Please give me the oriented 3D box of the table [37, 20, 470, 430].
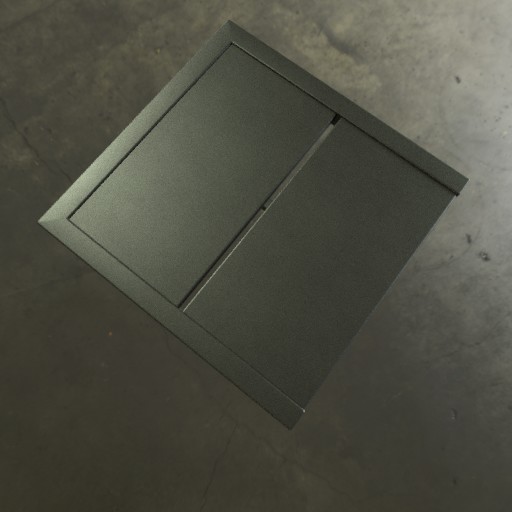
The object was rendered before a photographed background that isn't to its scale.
[{"bbox_3d":[0.000,0.000,0.886,0.420,0.609,0.405,37,79,9],"label":"table"}]
